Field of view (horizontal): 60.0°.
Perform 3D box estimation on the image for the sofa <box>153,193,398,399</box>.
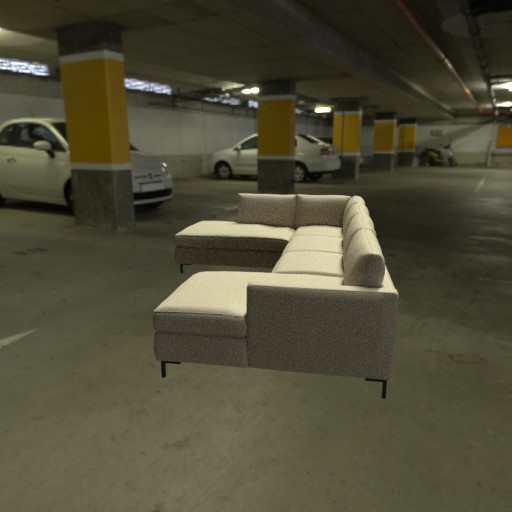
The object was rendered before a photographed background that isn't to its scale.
[{"bbox_3d":[0.000,0.000,3.571,1.879,0.756,2.737,3,14,10],"label":"sofa"}]
